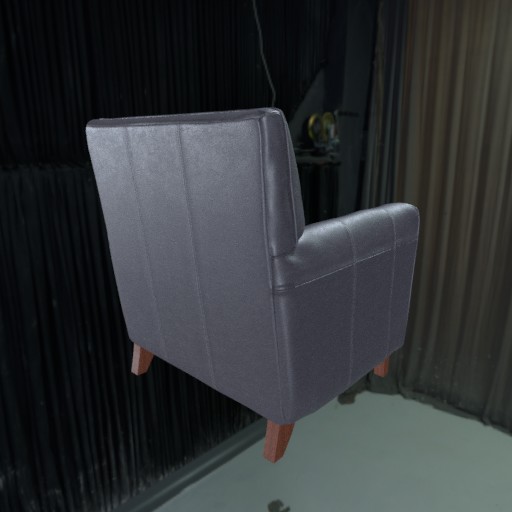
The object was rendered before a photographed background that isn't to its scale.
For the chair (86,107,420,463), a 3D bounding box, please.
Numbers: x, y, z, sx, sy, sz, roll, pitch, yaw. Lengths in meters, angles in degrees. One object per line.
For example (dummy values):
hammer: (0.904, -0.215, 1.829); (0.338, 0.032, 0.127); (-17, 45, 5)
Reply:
chair: (0.000, 0.000, 1.589); (0.870, 0.943, 0.825); (14, 20, 42)
